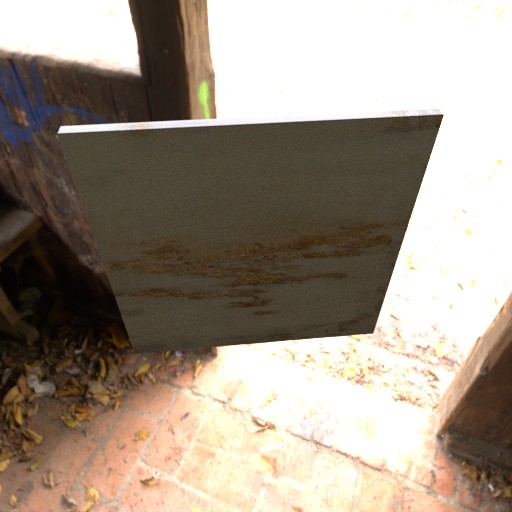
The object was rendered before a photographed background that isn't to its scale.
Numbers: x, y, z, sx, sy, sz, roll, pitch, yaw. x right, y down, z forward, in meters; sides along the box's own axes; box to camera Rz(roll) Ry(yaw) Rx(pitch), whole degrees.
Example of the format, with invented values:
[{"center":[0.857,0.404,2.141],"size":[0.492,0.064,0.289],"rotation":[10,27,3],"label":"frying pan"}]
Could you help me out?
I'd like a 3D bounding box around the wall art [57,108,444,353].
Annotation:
[{"center":[0.000,0.000,1.530],"size":[1.015,1.018,0.040],"rotation":[-4,45,-4],"label":"wall art"}]
